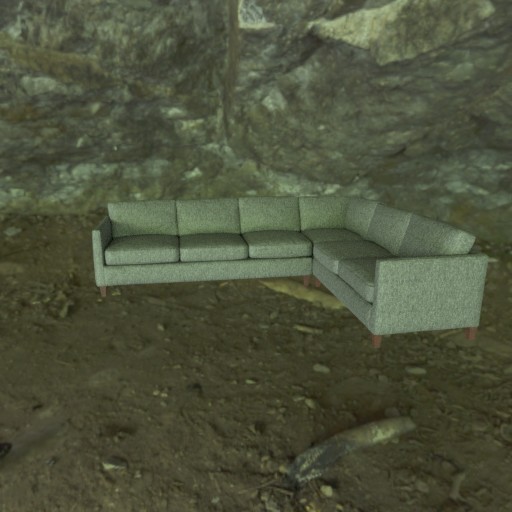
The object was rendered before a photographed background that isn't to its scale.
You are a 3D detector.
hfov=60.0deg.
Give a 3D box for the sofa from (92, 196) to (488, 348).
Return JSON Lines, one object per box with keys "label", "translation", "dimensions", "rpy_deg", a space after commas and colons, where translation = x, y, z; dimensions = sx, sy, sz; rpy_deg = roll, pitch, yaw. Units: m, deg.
{"label": "sofa", "translation": [0.000, 0.000, 4.457], "dimensions": [3.302, 0.947, 2.593], "rpy_deg": [-2, 15, -9]}
